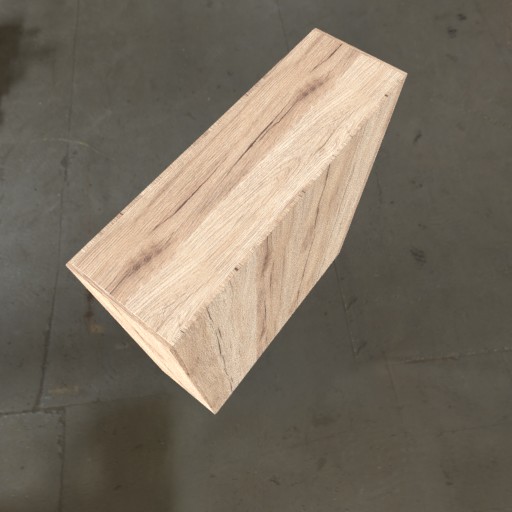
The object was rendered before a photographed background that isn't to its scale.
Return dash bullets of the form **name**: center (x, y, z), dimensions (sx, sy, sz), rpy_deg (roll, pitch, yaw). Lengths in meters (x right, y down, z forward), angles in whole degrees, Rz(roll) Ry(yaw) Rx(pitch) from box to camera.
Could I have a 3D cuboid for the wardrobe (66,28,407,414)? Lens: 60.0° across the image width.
- **wardrobe**: center (0.000, 0.000, 2.973), dimensions (0.580, 2.070, 1.810), rpy_deg (35, 69, 15)
